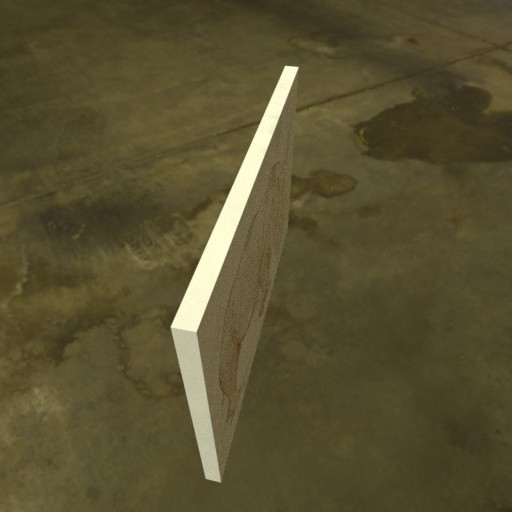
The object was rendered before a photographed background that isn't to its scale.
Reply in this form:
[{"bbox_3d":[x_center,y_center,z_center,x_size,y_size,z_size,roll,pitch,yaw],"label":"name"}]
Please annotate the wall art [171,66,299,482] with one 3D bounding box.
[{"bbox_3d":[0.000,0.000,1.147,0.038,0.610,0.915,9,46,9],"label":"wall art"}]
